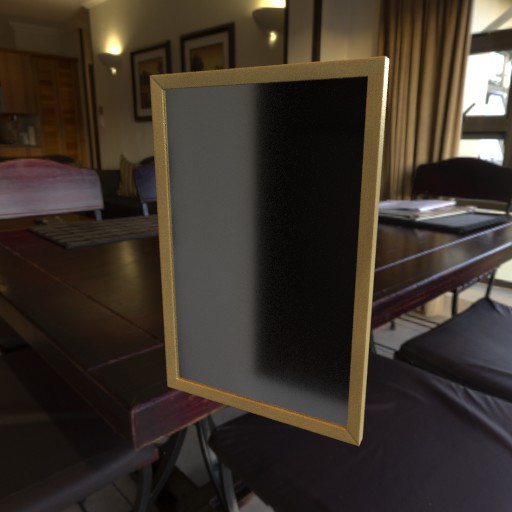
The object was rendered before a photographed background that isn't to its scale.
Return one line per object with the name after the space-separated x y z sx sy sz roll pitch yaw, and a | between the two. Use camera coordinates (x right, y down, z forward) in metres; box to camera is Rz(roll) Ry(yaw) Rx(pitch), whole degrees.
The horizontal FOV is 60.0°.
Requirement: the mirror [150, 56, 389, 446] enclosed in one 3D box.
0.000 0.000 1.161 0.609 0.915 0.040 8 16 27 | mirror
